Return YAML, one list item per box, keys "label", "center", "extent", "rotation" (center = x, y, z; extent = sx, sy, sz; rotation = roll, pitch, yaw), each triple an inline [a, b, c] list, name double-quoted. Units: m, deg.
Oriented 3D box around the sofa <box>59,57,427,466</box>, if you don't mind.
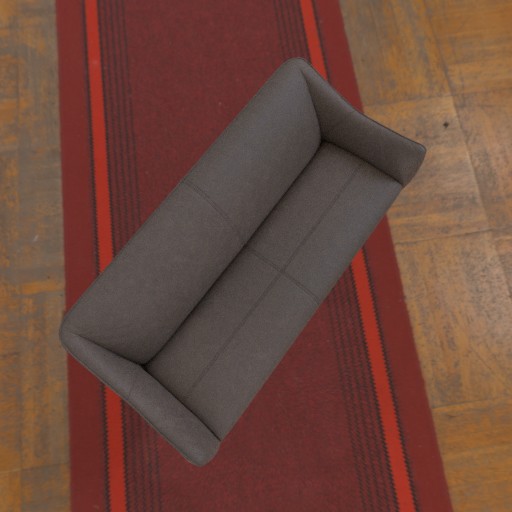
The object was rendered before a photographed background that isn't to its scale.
- label: "sofa"
  center: [0.000, 0.000, 2.370]
  extent: [0.869, 0.831, 1.928]
  rotation: [36, 78, 9]
